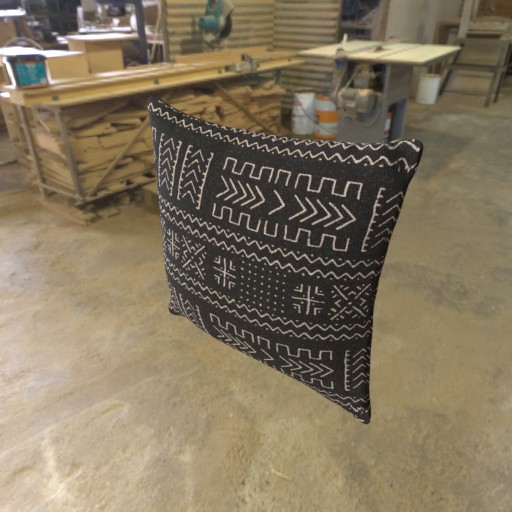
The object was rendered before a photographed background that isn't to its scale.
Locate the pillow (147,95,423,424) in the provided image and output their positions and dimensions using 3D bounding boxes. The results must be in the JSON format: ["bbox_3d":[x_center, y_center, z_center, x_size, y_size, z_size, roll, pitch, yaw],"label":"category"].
[{"bbox_3d":[0.000,0.000,0.677,0.438,0.430,0.164,22,37,32],"label":"pillow"}]
